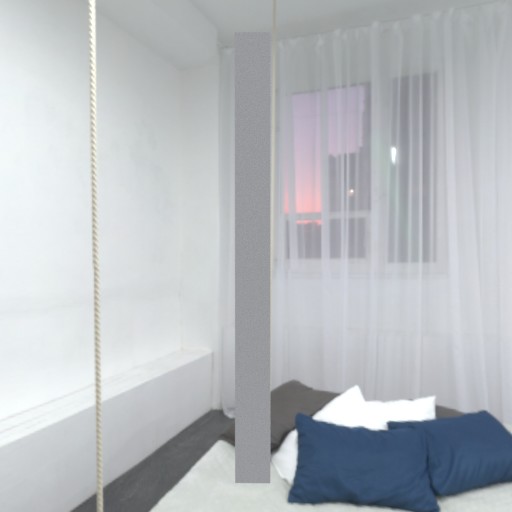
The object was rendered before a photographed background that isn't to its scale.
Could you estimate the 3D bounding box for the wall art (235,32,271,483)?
[{"bbox_3d":[0.000,0.000,0.754,0.040,0.509,0.509,0,1,1],"label":"wall art"}]
